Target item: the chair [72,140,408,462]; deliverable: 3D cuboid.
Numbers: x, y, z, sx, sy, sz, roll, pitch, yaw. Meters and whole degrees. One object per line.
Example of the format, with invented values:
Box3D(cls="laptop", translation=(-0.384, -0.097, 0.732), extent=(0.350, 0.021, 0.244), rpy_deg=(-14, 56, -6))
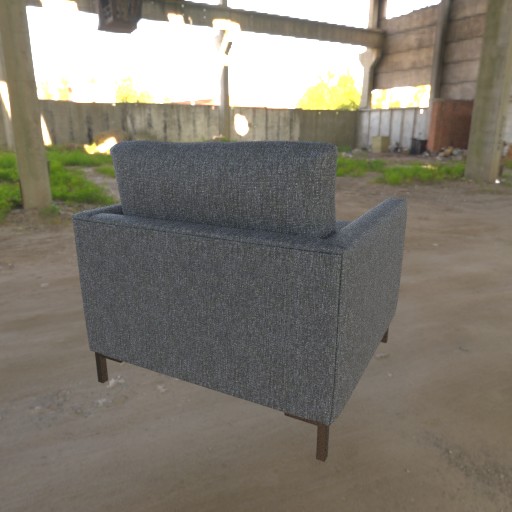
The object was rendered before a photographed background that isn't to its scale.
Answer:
Box3D(cls="chair", translation=(0.000, 0.000, 1.668), extent=(0.963, 0.861, 0.866), rpy_deg=(8, 18, 27))
